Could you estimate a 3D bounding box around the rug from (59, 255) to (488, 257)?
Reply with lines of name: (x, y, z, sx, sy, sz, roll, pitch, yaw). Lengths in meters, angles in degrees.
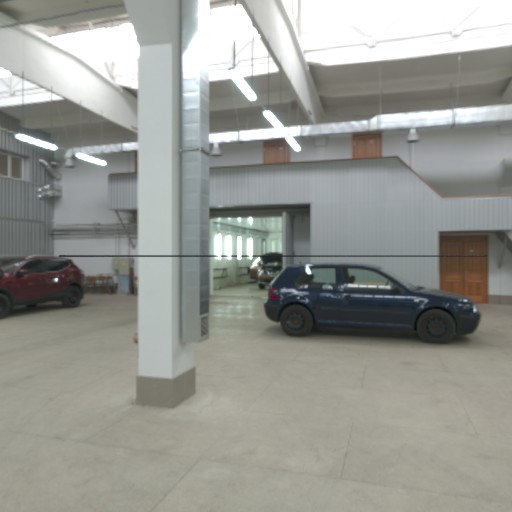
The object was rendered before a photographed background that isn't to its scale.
rug: (0.000, 0.000, 2.910, 2.232, 0.009, 1.630, 0, 0, -19)
